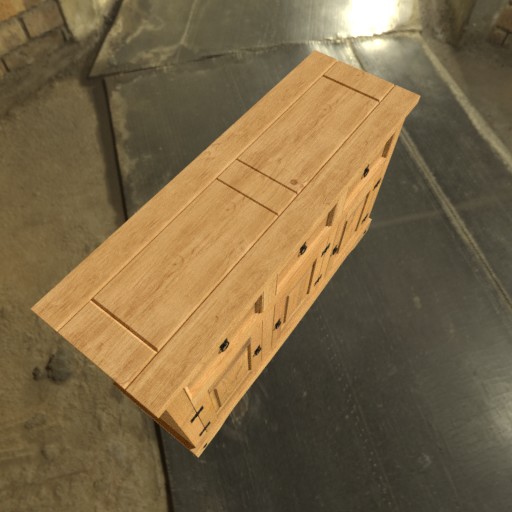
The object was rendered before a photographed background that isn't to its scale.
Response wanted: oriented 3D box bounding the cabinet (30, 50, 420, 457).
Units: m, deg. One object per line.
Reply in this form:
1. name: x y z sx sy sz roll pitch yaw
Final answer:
1. cabinet: 0.000 0.000 1.668 0.432 0.810 1.321 33 64 18
